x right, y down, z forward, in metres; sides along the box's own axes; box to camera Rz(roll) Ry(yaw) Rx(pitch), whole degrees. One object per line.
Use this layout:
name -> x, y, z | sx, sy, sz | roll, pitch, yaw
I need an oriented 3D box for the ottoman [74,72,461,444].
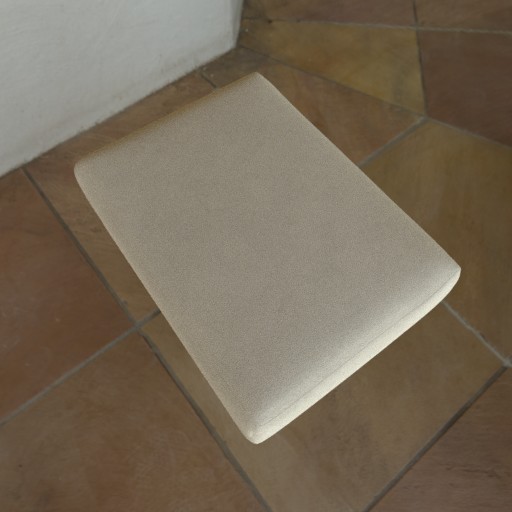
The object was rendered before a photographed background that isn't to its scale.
ottoman -> 0.000, 0.000, 1.170 | 0.569, 0.504, 0.773 | -33, 68, -16
